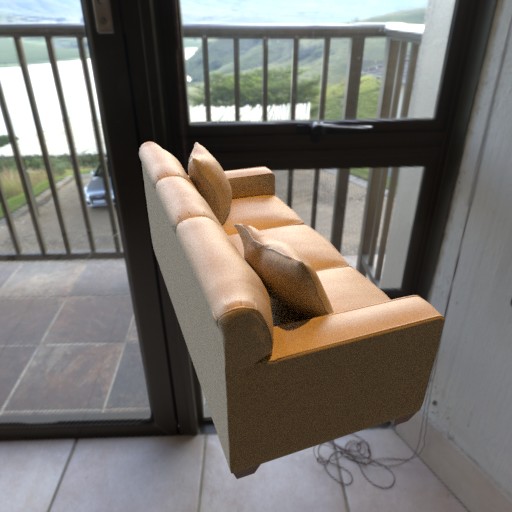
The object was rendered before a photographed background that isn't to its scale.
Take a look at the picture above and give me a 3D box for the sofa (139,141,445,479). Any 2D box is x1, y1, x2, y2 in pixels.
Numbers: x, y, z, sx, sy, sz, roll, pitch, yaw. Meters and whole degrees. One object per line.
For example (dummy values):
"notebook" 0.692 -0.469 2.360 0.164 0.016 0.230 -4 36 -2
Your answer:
"sofa" 0.000 0.000 2.566 0.997 0.958 2.024 -10 32 -17
